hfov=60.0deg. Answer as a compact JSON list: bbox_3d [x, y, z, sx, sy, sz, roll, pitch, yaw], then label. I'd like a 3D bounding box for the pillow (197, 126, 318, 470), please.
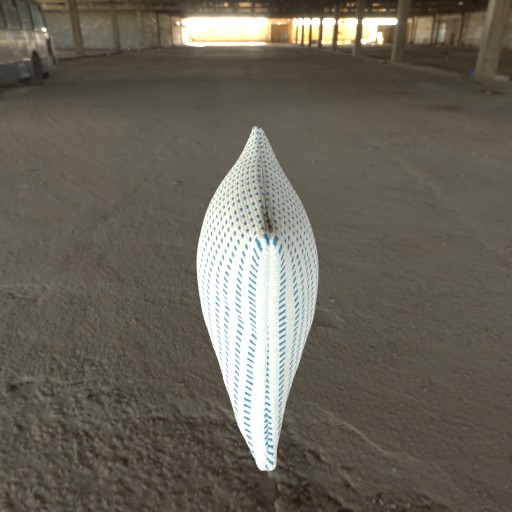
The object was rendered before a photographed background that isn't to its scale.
[{"bbox_3d":[0.000,0.000,0.811,0.210,0.353,0.640,0,27,-1],"label":"pillow"}]
